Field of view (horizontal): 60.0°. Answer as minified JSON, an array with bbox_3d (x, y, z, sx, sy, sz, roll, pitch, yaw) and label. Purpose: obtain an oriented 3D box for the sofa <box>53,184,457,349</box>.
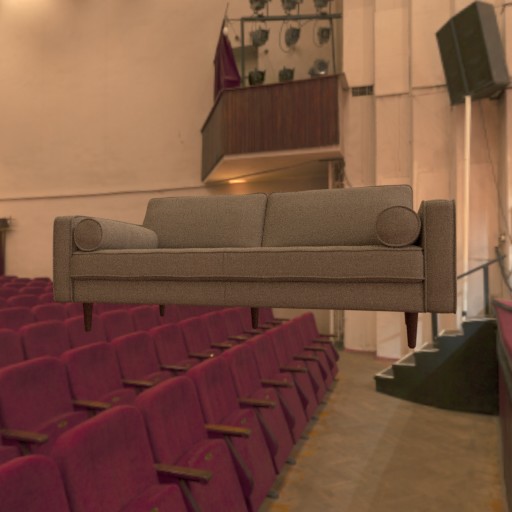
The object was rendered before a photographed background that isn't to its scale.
[{"bbox_3d":[0.000,0.000,2.341,1.879,0.762,0.914,-1,-2,18],"label":"sofa"}]
